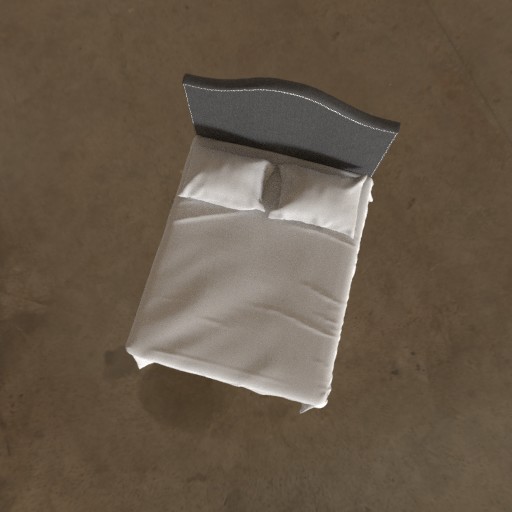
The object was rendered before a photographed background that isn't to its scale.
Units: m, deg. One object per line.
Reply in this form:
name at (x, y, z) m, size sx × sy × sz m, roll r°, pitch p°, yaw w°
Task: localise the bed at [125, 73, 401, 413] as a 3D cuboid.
bed at (0.000, 0.000, 3.506) m, size 1.876 × 1.645 × 2.221 m, roll 14°, pitch 76°, yaw 4°
